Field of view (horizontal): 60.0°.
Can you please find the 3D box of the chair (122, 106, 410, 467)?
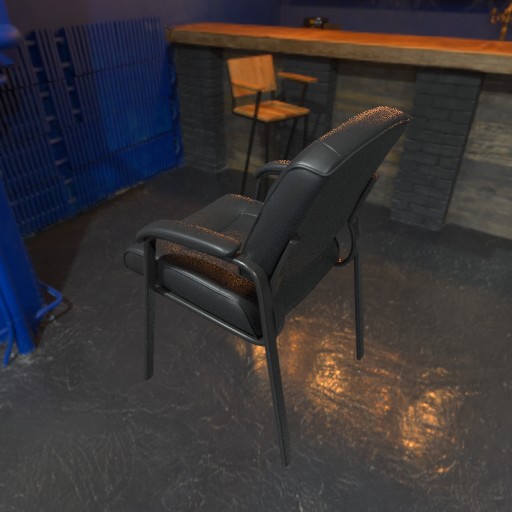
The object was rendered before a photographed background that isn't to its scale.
[{"bbox_3d":[0.000,0.000,1.321,0.668,0.910,0.591,21,38,29],"label":"chair"}]
